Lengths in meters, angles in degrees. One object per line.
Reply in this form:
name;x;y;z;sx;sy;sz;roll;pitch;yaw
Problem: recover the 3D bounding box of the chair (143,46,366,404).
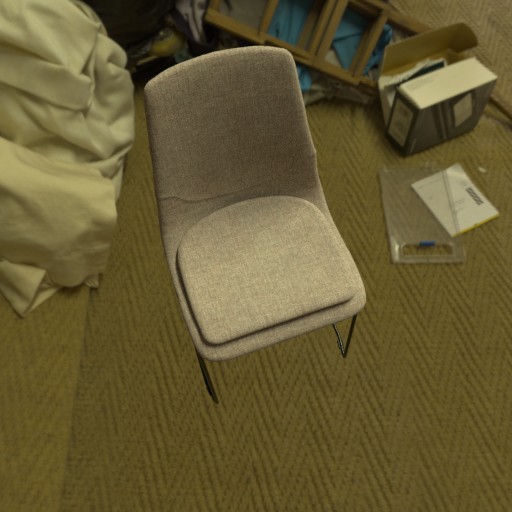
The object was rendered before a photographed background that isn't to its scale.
chair;0.000;0.000;1.153;0.479;0.858;0.518;-17;65;-8
